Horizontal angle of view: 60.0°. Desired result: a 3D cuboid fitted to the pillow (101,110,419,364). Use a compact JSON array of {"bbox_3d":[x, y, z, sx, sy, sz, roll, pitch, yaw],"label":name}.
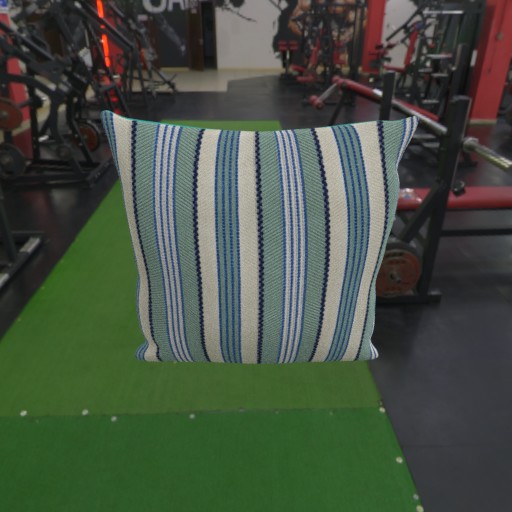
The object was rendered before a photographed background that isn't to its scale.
[{"bbox_3d":[0.000,0.000,0.696,0.440,0.441,0.182,0,29,0],"label":"pillow"}]
